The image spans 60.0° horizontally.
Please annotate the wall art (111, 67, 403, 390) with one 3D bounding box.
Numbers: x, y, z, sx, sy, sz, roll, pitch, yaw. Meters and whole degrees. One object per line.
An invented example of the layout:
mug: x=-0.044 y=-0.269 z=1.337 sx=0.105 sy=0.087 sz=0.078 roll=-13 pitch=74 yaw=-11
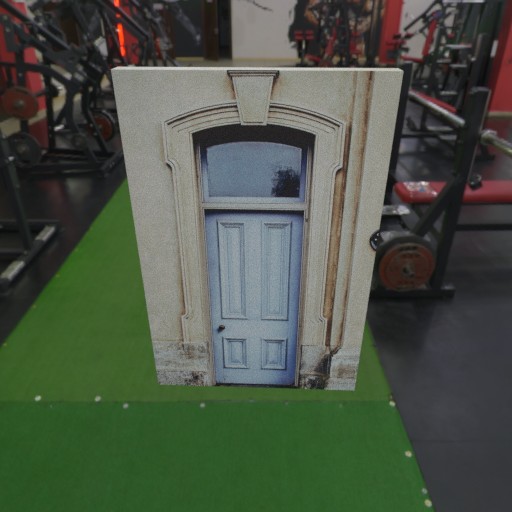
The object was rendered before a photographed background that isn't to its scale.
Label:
wall art: x=0.000 y=0.000 z=0.975 sx=0.508 sy=0.764 sz=0.038 roll=1 pitch=30 yaw=2
